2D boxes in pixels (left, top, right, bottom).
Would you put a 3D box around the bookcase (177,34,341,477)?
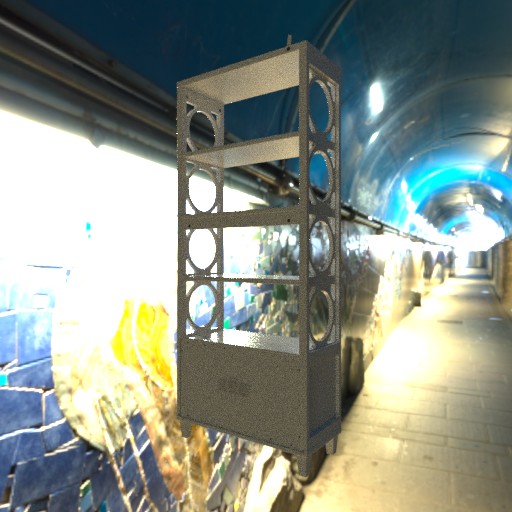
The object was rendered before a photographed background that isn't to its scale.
[{"bbox_3d":[0.000,0.000,2.191,0.761,1.869,0.361,0,0,36],"label":"bookcase"}]
